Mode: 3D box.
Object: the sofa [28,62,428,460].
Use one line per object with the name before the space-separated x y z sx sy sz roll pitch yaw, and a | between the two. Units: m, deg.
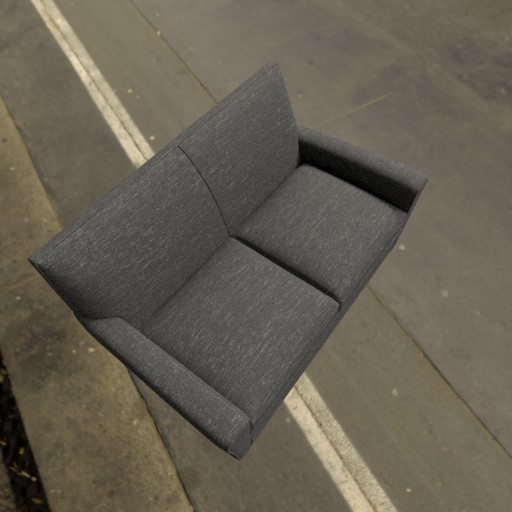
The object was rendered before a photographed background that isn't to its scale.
sofa | 0.000 0.000 1.943 0.875 0.846 1.420 33 63 19
